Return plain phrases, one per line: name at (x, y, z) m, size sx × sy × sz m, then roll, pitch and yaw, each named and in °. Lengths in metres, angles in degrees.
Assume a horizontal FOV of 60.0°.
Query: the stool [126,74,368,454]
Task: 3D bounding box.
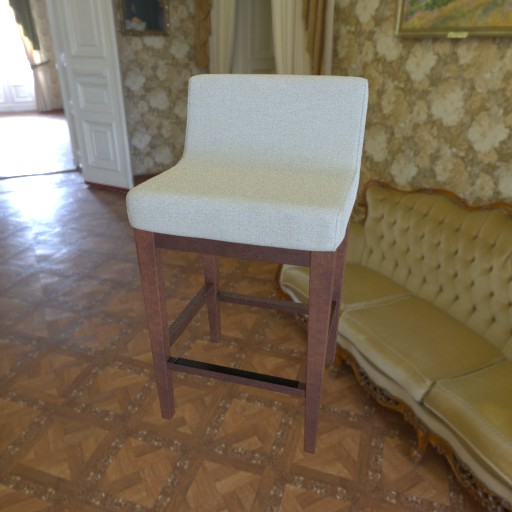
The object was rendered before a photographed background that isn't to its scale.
stool at (0.000, 0.000, 1.261) m, size 0.511 × 0.937 × 0.500 m, roll 7°, pitch 26°, yaw 15°
